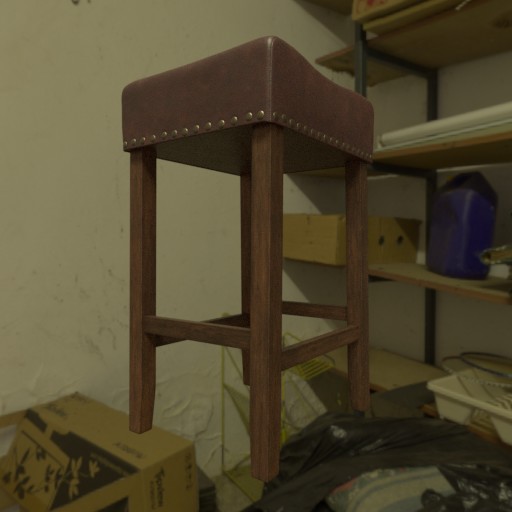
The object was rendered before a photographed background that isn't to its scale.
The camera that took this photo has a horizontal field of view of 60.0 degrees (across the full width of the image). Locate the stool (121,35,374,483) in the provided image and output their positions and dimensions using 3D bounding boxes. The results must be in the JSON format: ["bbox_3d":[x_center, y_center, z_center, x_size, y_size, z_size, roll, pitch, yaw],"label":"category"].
[{"bbox_3d":[0.000,0.000,1.037,0.401,0.769,0.465,1,1,36],"label":"stool"}]
